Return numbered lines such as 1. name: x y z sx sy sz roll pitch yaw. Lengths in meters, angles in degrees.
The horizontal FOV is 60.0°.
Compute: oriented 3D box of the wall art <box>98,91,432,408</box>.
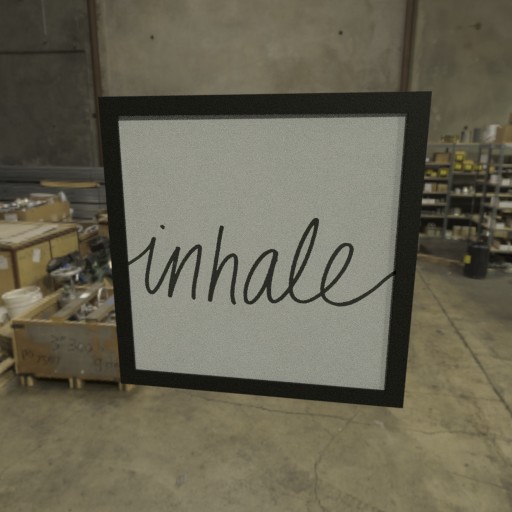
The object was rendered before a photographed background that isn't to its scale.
1. wall art: 0.000 0.000 0.516 0.356 0.356 0.013 2 14 9
